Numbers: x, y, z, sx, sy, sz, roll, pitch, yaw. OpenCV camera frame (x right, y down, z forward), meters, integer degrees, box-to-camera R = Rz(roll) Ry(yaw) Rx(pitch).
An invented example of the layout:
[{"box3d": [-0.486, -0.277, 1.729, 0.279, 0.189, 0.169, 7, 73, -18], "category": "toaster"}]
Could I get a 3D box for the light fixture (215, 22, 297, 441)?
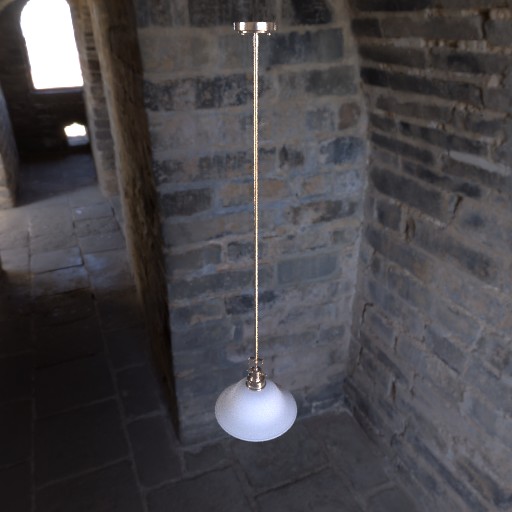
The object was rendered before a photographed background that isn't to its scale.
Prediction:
[{"box3d": [0.000, 0.000, 1.451, 0.324, 1.354, 0.324, 9, 28, 17], "category": "light fixture"}]
